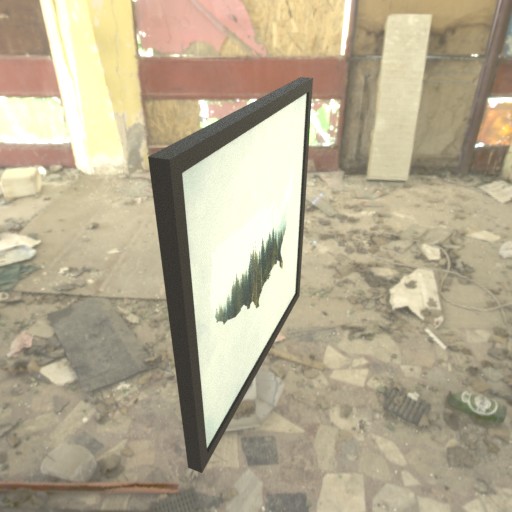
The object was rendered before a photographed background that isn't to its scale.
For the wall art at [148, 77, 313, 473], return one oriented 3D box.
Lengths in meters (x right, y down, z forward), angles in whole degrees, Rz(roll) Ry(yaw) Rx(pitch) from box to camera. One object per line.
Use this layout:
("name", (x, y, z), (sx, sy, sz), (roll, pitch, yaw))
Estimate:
("wall art", (0.000, 0.000, 1.157), (0.038, 0.763, 0.763), (12, 33, 19))
